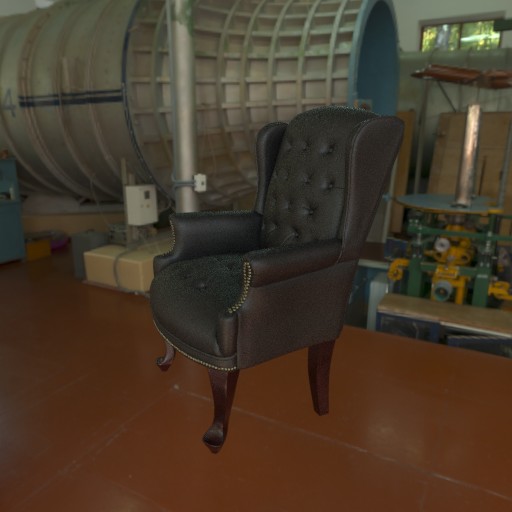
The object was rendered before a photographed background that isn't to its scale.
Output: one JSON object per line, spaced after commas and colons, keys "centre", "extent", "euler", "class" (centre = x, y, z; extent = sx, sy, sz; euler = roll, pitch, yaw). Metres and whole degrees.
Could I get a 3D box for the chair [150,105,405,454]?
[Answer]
{"centre": [0.000, 0.000, 1.737], "extent": [0.822, 1.133, 0.831], "euler": [-8, 17, -26], "class": "chair"}
